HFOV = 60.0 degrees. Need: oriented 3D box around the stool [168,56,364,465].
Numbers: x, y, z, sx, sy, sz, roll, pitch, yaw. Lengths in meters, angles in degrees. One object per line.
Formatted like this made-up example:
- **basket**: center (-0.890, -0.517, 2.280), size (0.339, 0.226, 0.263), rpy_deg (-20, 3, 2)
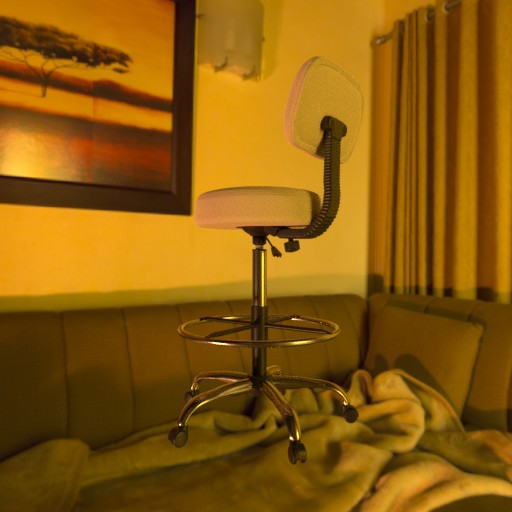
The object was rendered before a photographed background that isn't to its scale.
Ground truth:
- **stool**: center (0.000, 0.000, 1.442), size (0.616, 1.080, 0.609), rpy_deg (0, 1, 35)
